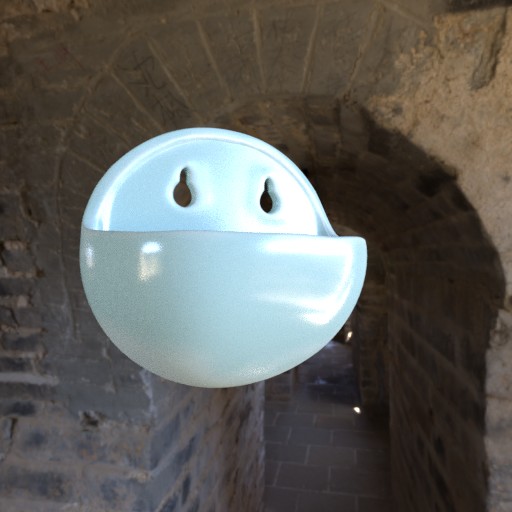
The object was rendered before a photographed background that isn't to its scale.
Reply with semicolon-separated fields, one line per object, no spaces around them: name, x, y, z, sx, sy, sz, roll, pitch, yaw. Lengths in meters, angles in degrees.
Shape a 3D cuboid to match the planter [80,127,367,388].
planter;0.000;0.000;0.263;0.189;0.164;0.073;0;0;-35
